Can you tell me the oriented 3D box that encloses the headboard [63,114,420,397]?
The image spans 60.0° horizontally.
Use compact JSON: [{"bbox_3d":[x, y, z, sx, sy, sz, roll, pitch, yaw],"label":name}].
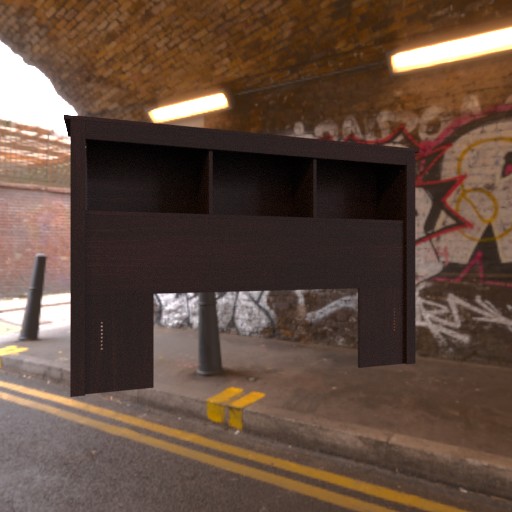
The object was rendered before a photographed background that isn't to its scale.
[{"bbox_3d":[0.000,0.000,2.114,1.671,1.092,0.279,0,0,-19],"label":"headboard"}]
